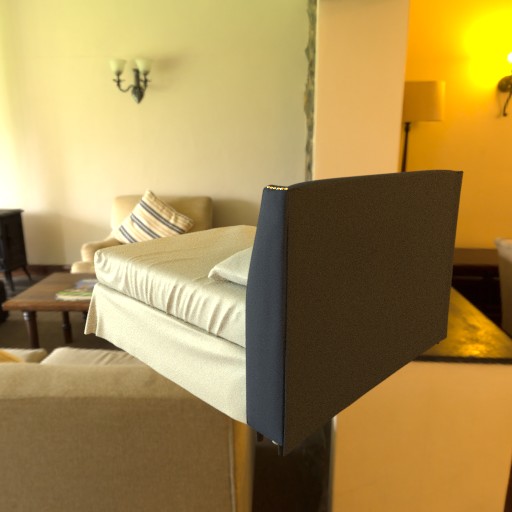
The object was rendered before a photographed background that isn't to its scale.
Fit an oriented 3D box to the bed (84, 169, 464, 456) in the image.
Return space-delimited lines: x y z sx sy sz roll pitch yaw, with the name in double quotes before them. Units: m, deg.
"bed" 0.000 0.000 3.388 2.276 1.332 1.925 13 19 43
